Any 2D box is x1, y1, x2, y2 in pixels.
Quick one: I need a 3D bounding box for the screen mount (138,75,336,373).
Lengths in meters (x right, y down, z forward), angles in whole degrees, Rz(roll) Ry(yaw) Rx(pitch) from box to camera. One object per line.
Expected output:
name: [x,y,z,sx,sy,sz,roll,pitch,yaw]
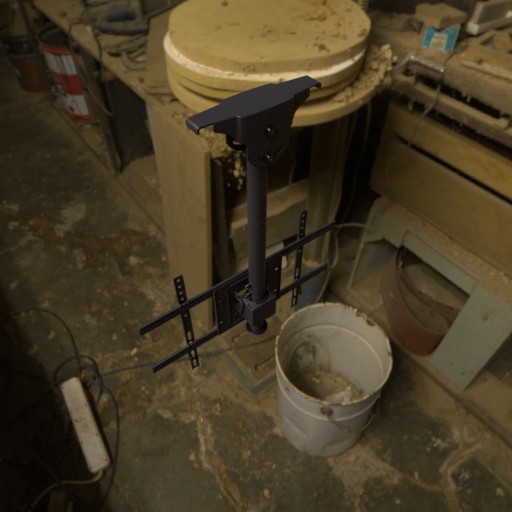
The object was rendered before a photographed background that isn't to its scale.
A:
screen mount: [0.000,0.000,1.024,0.595,0.775,0.090,-28,53,-24]
